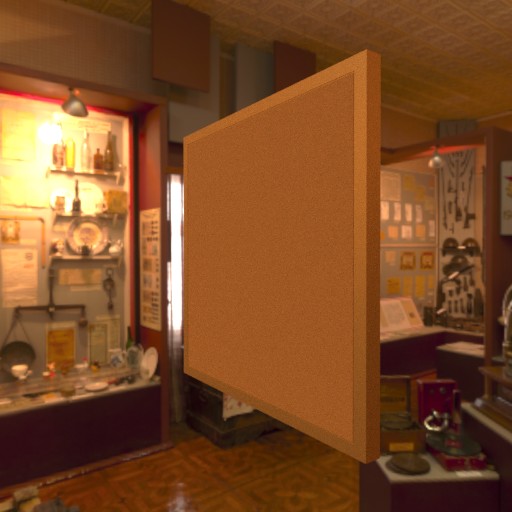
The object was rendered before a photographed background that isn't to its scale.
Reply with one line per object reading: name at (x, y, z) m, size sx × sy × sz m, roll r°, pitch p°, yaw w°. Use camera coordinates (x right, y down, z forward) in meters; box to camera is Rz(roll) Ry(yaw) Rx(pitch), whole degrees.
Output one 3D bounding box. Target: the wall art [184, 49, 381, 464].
wall art at (0.000, 0.000, 2.876) m, size 0.099 × 1.926 × 1.926 m, roll 0°, pitch 1°, yaw -35°
